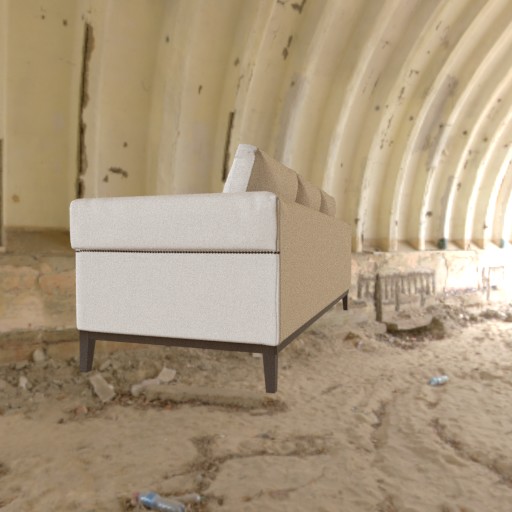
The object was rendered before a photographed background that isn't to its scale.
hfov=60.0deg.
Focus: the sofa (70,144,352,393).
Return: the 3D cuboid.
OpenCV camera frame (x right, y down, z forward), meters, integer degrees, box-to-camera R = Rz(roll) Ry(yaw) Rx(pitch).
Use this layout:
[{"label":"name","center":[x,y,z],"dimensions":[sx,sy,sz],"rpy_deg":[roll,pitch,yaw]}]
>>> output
[{"label":"sofa","center":[0.000,0.000,2.689],"dimensions":[0.902,0.911,2.198],"rpy_deg":[0,1,19]}]
